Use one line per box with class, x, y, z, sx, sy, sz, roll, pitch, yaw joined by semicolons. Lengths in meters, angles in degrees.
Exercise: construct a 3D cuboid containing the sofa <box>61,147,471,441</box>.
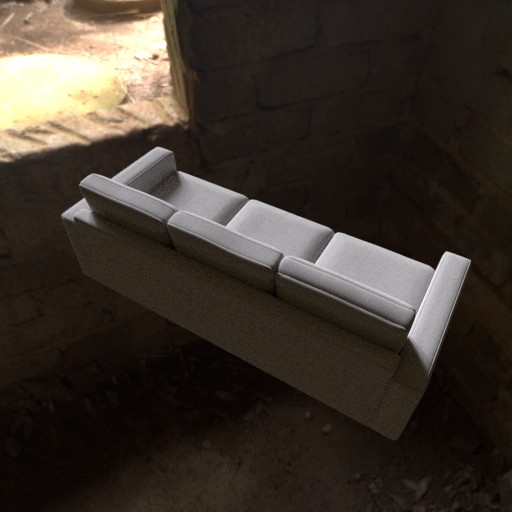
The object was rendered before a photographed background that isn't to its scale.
sofa;0.000;0.000;2.535;2.120;0.800;0.900;23;50;21
